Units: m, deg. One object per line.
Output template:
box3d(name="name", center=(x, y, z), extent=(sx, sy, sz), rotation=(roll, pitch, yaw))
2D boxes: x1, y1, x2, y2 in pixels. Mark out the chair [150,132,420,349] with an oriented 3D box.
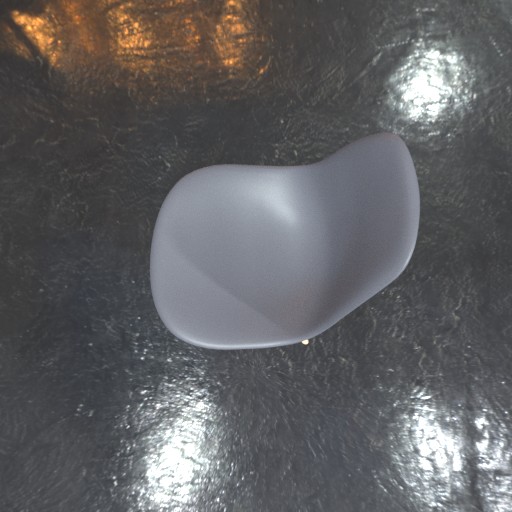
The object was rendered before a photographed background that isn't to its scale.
box3d(name="chair", center=(0.000, 0.000, 1.122), extent=(0.533, 0.826, 0.470), rotation=(1, 75, 0))
